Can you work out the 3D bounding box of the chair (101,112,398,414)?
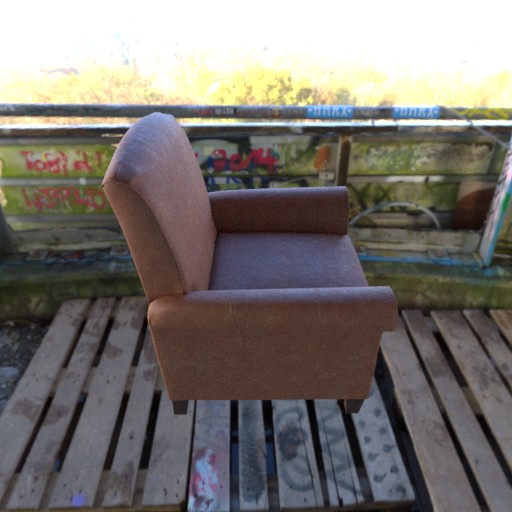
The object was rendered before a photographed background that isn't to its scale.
[{"bbox_3d":[0.000,0.000,1.808,0.902,1.061,0.978,0,32,0],"label":"chair"}]
